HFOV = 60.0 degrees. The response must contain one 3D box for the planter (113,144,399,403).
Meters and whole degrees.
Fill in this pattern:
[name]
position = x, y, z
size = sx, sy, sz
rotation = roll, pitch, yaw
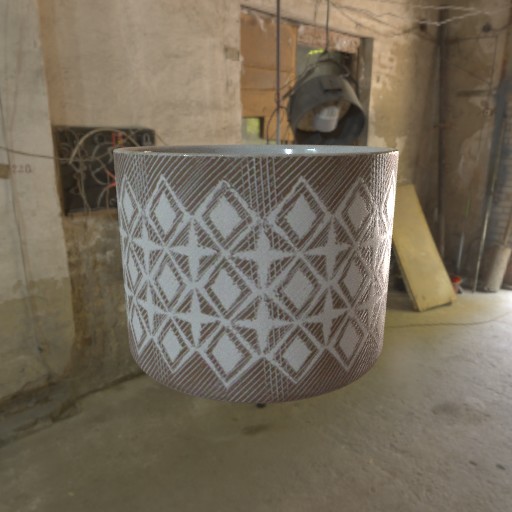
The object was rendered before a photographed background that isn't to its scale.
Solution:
[planter]
position = 0.000, 0.000, 0.219
size = 0.126, 0.104, 0.126
rotation = 0, 15, 0
